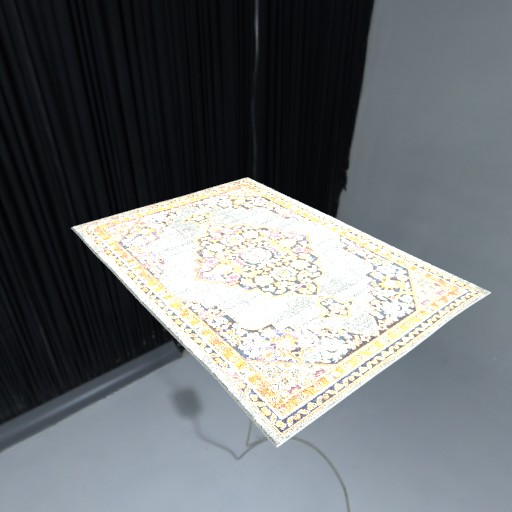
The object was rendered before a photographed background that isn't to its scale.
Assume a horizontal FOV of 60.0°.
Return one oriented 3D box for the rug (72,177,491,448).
[{"bbox_3d":[0.000,0.000,3.631,2.043,0.026,2.901,-22,38,-32],"label":"rug"}]
